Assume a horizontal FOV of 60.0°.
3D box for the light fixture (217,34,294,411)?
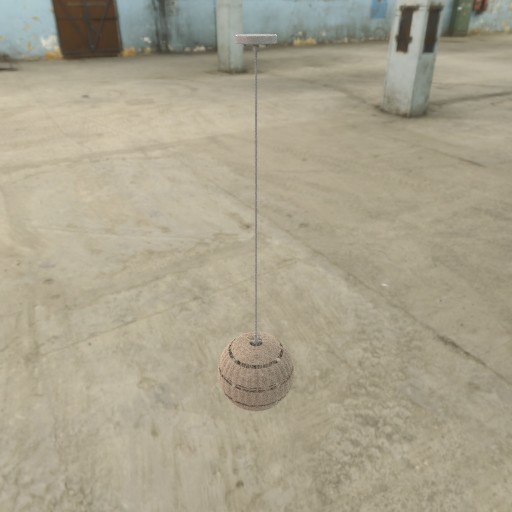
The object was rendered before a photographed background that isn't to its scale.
[{"bbox_3d":[0.000,0.000,2.261,0.457,2.019,0.457,-1,29,-2],"label":"light fixture"}]
